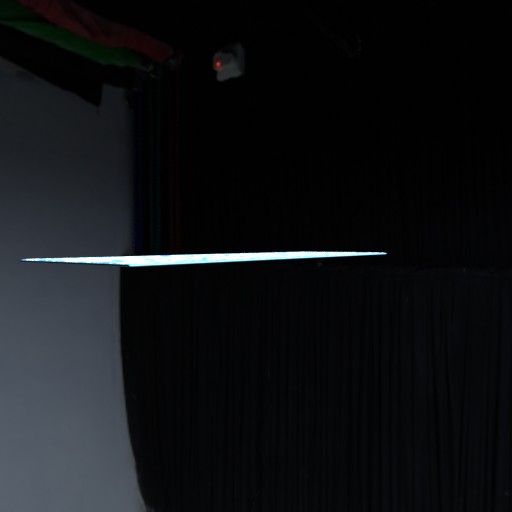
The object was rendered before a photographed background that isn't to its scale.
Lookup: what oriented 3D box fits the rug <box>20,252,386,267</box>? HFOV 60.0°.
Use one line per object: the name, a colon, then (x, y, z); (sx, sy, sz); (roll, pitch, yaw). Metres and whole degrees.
rug: (0.000, 0.000, 2.404); (0.662, 0.011, 2.196); (1, 2, 36)
